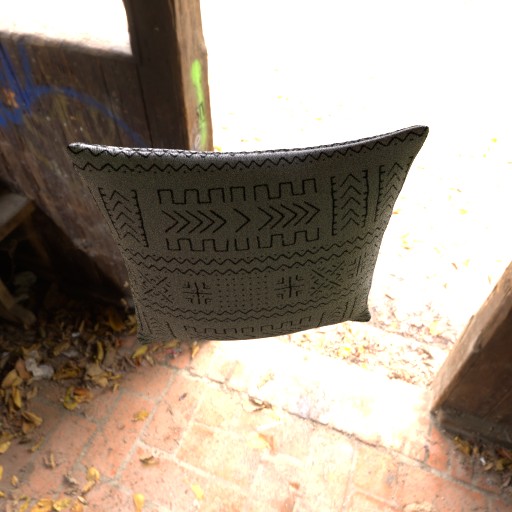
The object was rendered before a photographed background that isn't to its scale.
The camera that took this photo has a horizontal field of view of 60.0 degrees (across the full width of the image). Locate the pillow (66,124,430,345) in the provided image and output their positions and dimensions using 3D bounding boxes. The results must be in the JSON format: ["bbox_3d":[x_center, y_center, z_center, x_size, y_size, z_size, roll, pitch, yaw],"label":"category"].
[{"bbox_3d":[0.000,0.000,0.676,0.438,0.430,0.164,-5,48,-4],"label":"pillow"}]
